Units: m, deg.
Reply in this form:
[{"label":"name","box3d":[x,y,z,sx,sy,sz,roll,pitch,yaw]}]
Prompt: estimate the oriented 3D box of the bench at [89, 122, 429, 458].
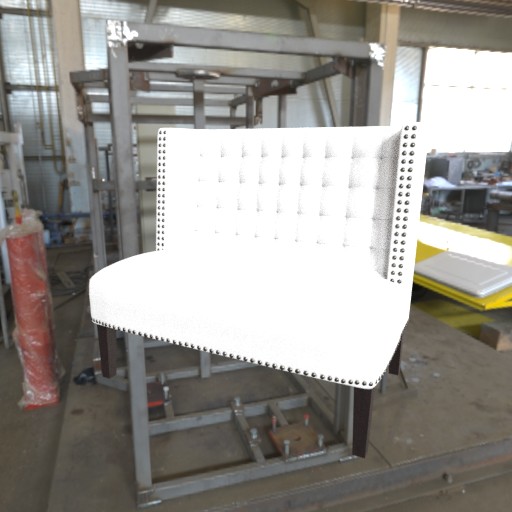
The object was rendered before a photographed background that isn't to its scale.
[{"label":"bench","box3d":[0.000,0.000,1.965,1.280,1.123,0.847,7,16,26]}]
